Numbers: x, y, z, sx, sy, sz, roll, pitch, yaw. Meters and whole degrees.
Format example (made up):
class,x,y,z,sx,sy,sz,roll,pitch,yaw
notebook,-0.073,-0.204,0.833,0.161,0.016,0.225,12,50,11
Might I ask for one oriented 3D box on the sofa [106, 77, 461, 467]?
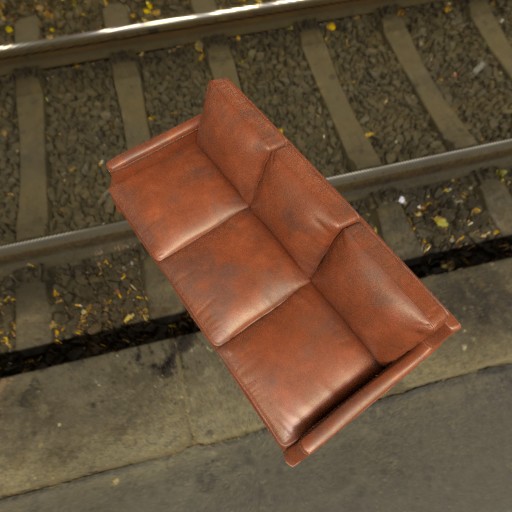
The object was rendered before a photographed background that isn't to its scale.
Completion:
class,x,y,z,sx,sy,sz,roll,pitch,yaw
sofa,0.000,0.000,2.828,1.084,1.003,2.240,-32,68,-15
